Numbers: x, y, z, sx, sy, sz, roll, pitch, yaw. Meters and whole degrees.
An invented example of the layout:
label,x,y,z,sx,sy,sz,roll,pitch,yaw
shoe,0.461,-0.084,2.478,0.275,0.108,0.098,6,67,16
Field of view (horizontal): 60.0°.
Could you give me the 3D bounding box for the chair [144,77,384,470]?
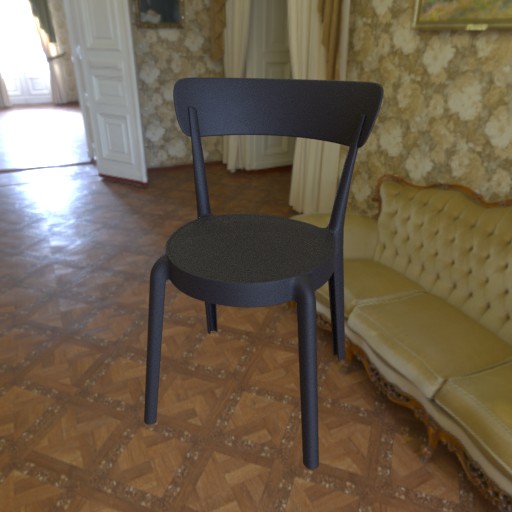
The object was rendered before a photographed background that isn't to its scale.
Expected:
label,x,y,z,sx,sy,sz,roll,pitch,yaw
chair,0.000,0.000,1.097,0.506,0.790,0.491,8,27,16
